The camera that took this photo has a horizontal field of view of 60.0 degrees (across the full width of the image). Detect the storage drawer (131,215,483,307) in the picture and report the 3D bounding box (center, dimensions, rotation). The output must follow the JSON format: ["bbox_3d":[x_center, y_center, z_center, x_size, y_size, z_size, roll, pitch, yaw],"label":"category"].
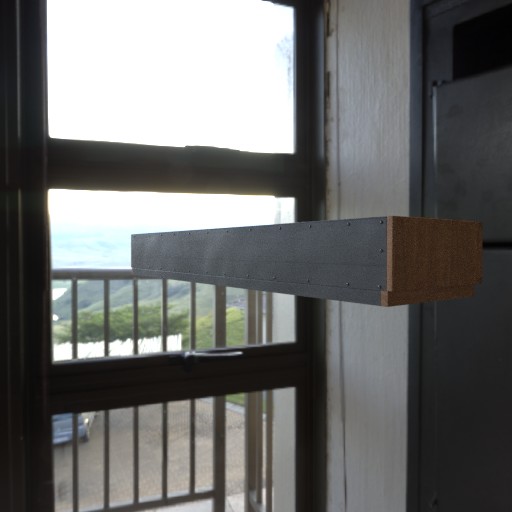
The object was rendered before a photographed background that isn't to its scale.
[{"bbox_3d":[0.000,0.000,2.245,0.538,0.264,2.032,-1,1,-37],"label":"storage drawer"}]
